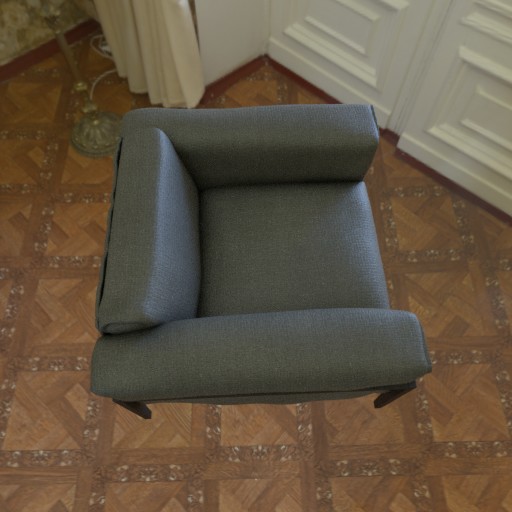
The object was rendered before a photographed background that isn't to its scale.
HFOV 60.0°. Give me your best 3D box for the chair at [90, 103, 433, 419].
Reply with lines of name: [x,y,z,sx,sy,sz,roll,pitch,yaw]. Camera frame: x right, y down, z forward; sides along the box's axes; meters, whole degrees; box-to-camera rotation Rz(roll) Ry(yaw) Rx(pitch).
chair: [0.000,0.000,1.643,0.969,0.646,1.056,-2,63,-1]
